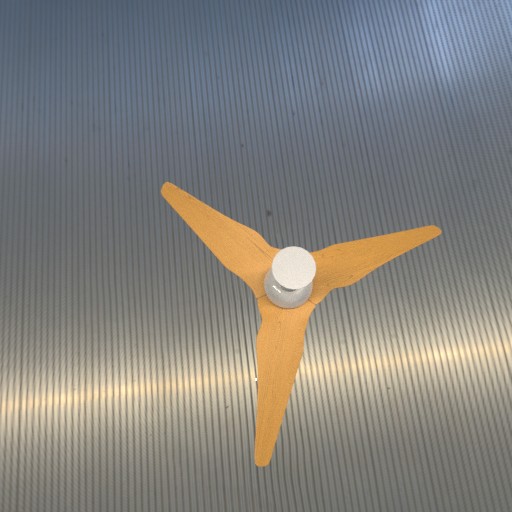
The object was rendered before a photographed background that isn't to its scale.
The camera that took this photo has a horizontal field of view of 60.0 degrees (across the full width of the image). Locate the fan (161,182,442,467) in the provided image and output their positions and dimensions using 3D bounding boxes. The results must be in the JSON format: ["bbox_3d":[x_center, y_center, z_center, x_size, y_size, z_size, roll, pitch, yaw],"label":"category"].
[{"bbox_3d":[0.000,0.000,1.638,1.010,0.355,1.142,37,78,9],"label":"fan"}]
